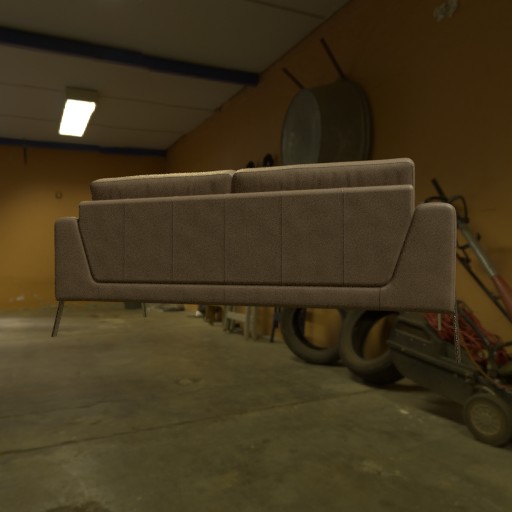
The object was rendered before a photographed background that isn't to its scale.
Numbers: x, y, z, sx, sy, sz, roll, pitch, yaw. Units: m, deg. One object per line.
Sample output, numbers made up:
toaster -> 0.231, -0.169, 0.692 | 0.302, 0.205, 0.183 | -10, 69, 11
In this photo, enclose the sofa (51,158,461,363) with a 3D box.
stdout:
sofa -> 0.000, 0.000, 2.521 | 2.017, 0.875, 0.953 | 0, -1, 18
